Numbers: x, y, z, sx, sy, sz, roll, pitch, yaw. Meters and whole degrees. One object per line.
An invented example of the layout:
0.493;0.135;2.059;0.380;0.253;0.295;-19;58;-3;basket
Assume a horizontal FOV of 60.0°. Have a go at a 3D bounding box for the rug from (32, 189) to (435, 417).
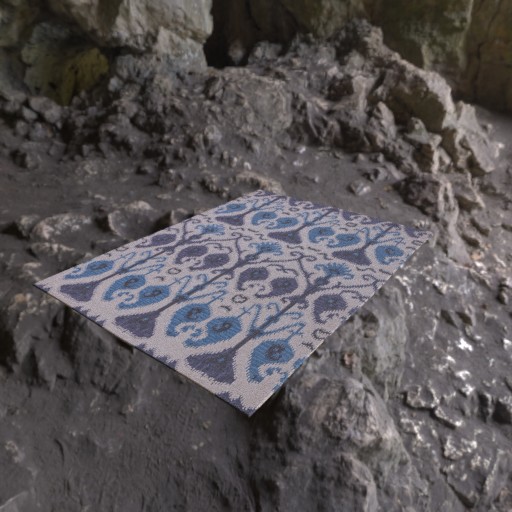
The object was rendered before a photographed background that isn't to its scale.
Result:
0.000;0.000;3.005;1.676;0.013;2.261;19;33;33;rug
